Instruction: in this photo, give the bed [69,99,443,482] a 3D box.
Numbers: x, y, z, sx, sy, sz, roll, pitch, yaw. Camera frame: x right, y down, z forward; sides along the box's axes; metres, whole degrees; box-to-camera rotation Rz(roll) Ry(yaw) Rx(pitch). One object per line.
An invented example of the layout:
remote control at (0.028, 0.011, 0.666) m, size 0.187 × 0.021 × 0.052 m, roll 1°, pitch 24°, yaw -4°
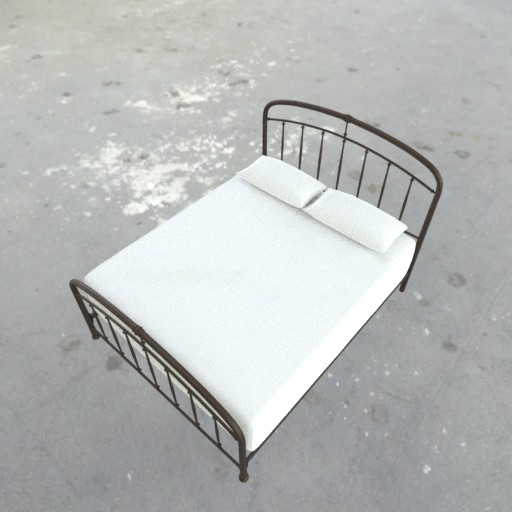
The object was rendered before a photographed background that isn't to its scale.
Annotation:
bed at (0.000, 0.000, 3.317) m, size 1.711 × 1.425 × 2.180 m, roll 32°, pitch 54°, yaw 27°
